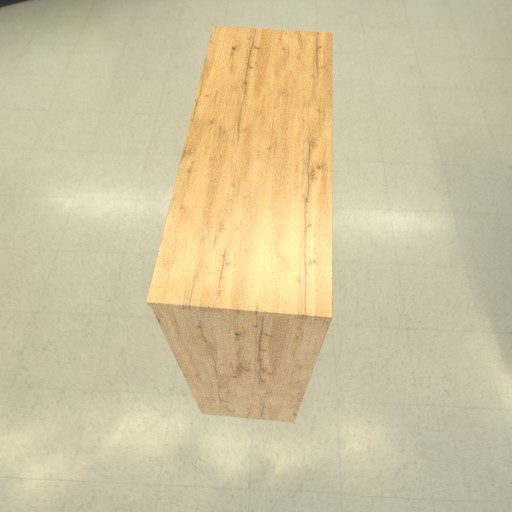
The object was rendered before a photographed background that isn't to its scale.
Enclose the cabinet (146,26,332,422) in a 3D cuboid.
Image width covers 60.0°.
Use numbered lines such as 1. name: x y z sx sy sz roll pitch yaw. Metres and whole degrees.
1. cabinet: 0.000 0.000 1.973 0.473 1.397 1.168 4 59 3
